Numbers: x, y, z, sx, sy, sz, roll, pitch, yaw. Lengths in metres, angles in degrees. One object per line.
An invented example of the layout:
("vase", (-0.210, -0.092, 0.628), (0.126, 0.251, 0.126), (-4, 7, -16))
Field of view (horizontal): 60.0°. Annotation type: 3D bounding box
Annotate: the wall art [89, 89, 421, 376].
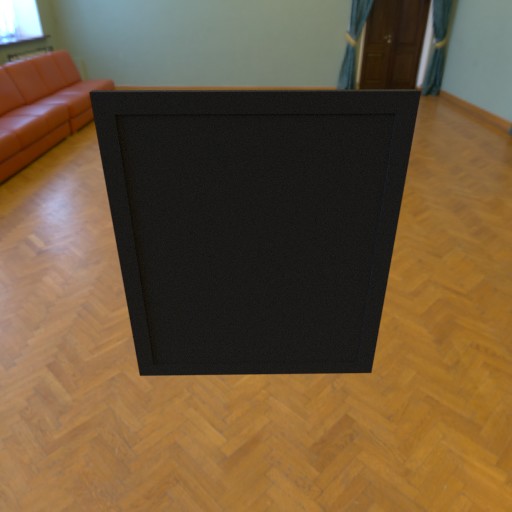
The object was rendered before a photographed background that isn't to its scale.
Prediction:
("wall art", (0.000, 0.000, 0.510), (0.311, 0.361, 0.010), (0, 30, -1))
